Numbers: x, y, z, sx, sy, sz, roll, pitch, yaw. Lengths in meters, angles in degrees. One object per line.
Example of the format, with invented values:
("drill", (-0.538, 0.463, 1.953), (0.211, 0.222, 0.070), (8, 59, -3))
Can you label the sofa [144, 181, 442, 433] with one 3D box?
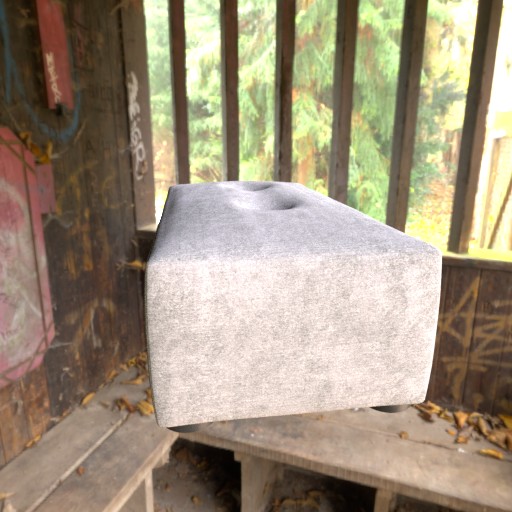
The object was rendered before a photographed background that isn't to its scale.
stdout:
("sofa", (0.000, 0.000, 1.128), (0.480, 0.330, 0.930), (-2, 16, -8))
